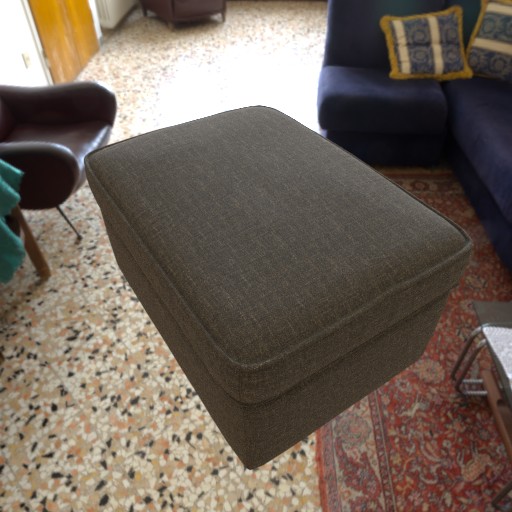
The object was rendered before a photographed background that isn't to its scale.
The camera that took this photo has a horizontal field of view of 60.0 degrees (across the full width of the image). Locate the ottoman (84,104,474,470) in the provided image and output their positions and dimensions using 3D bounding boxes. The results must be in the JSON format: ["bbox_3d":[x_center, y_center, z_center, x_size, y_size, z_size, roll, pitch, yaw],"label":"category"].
[{"bbox_3d":[0.000,0.000,1.063,0.549,0.450,0.749,-24,48,-24],"label":"ottoman"}]
